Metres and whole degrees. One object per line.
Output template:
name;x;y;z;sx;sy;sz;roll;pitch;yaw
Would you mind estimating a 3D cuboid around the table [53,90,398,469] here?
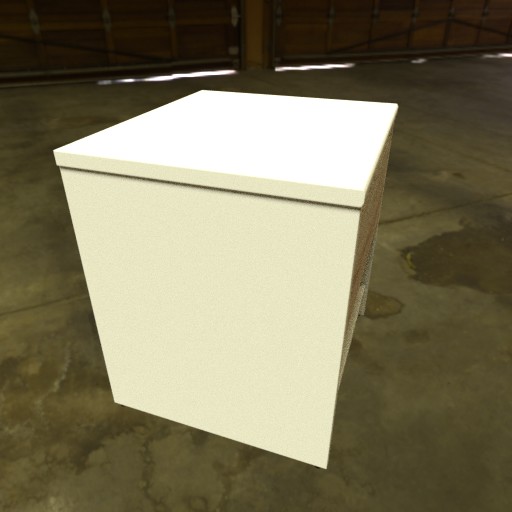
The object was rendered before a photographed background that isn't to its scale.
table;0.000;0.000;0.778;0.380;0.460;0.420;10;32;17
